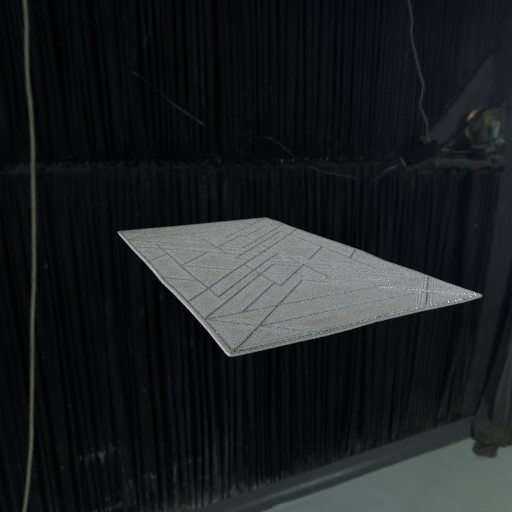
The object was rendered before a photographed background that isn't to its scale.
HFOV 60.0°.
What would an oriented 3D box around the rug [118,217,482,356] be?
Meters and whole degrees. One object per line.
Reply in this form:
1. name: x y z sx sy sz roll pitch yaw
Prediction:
1. rug: 0.000 0.000 1.081 0.511 0.008 0.869 -8 17 -25
